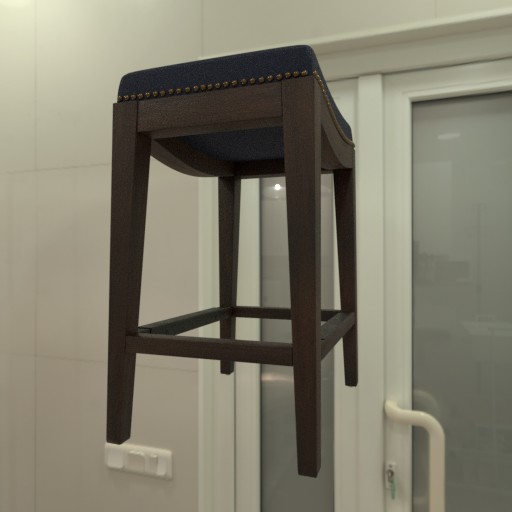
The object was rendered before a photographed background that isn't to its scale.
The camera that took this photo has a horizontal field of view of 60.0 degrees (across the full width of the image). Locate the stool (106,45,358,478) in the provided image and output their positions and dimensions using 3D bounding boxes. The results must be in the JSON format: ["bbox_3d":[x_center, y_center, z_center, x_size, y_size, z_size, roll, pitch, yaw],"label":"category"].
[{"bbox_3d":[0.000,0.000,0.924,0.361,0.642,0.500,0,0,20],"label":"stool"}]
